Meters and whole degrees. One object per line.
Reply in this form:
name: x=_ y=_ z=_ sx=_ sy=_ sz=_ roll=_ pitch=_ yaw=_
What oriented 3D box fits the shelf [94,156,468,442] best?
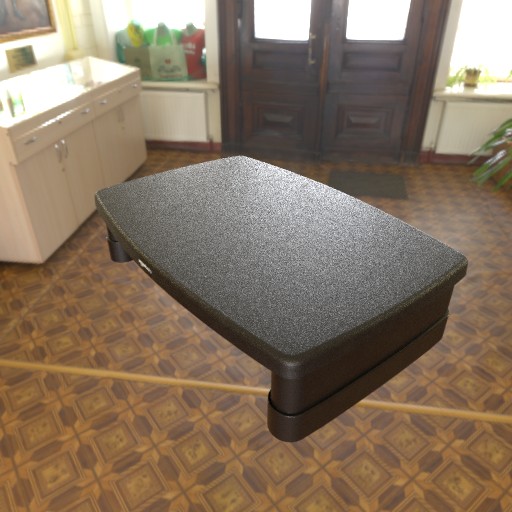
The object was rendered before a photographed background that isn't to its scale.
shelf: x=0.000 y=0.000 z=0.534 sx=0.280 sy=0.100 sz=0.410 roll=-22 pitch=38 yaw=-31
